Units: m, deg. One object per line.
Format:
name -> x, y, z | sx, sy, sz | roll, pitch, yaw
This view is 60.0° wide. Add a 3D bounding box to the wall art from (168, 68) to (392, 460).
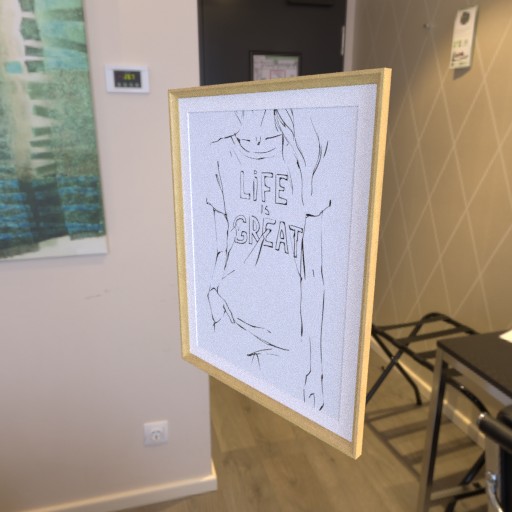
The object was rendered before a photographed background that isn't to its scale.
wall art -> 0.000, 0.000, 1.361 | 0.798, 1.002, 0.030 | 15, 22, 42
